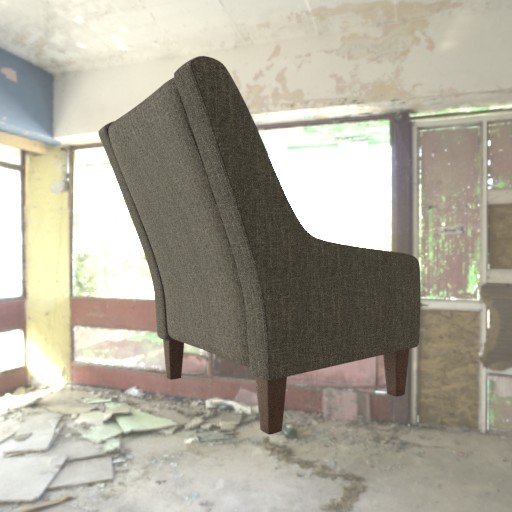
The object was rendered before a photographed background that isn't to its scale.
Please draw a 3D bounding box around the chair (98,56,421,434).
[{"bbox_3d":[0.000,0.000,1.658,0.944,1.012,0.793,0,1,-35],"label":"chair"}]
